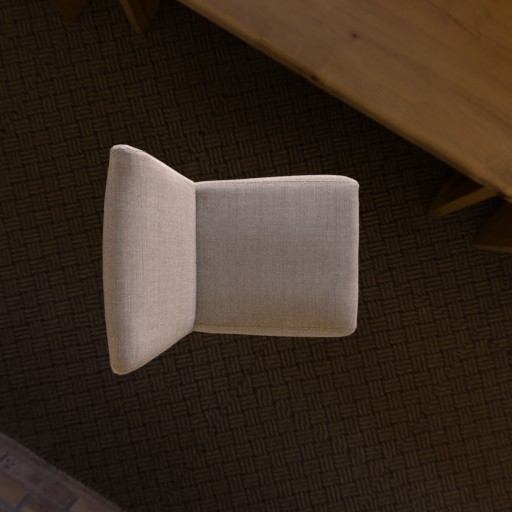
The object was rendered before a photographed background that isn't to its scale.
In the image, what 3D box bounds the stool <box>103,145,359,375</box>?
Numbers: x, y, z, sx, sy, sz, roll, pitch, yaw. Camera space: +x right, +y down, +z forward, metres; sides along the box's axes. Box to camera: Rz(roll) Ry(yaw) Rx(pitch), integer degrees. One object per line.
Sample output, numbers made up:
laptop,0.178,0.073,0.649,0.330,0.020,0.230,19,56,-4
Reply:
stool,0.000,0.000,1.330,0.567,1.039,0.454,0,90,0
